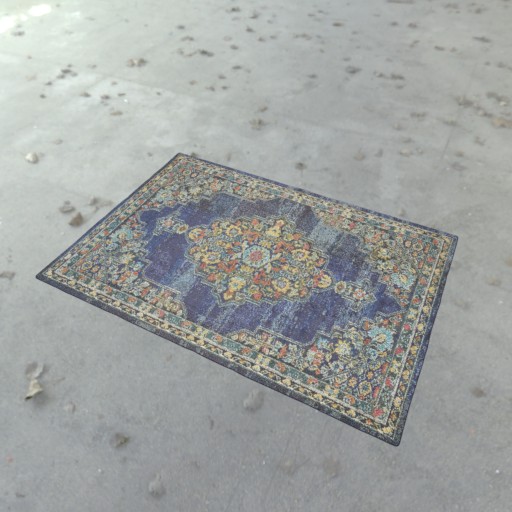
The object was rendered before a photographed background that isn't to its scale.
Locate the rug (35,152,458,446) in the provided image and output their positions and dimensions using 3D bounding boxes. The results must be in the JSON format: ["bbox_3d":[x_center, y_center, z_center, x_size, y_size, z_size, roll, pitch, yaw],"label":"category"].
[{"bbox_3d":[0.000,0.000,3.703,2.940,0.011,2.053,20,49,19],"label":"rug"}]
